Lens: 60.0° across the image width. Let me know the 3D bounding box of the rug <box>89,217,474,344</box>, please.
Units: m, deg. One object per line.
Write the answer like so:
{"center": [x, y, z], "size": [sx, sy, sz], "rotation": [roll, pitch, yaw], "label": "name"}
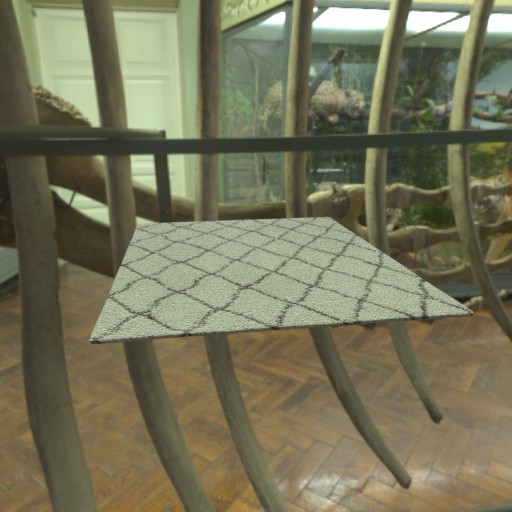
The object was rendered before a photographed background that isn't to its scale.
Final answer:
{"center": [0.000, 0.000, 4.161], "size": [2.438, 0.029, 3.047], "rotation": [-3, 17, -9], "label": "rug"}
